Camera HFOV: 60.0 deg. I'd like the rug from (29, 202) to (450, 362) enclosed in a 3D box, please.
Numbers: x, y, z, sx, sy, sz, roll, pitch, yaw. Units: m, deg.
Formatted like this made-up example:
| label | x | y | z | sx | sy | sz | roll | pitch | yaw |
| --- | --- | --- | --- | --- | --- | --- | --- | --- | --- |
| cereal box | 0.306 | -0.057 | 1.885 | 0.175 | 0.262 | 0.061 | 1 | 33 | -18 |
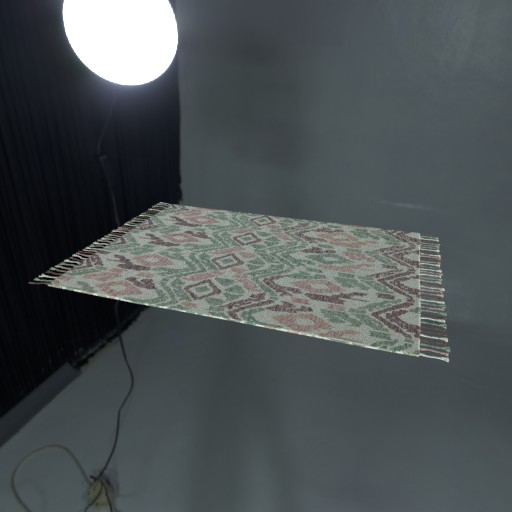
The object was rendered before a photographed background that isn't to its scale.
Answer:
| label | x | y | z | sx | sy | sz | roll | pitch | yaw |
| --- | --- | --- | --- | --- | --- | --- | --- | --- | --- |
| rug | 0.000 | 0.000 | 2.307 | 1.829 | 0.010 | 1.219 | 8 | 27 | 17 |
